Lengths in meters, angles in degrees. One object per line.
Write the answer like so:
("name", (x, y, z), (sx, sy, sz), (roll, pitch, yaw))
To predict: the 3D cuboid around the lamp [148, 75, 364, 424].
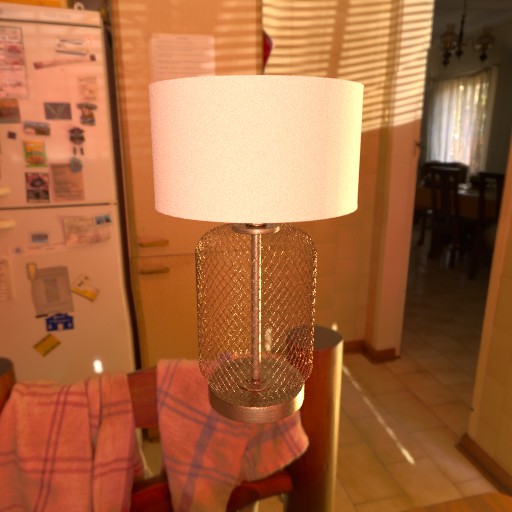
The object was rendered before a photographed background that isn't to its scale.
("lamp", (0.000, 0.000, 0.816), (0.353, 0.578, 0.353), (0, 15, 0))
